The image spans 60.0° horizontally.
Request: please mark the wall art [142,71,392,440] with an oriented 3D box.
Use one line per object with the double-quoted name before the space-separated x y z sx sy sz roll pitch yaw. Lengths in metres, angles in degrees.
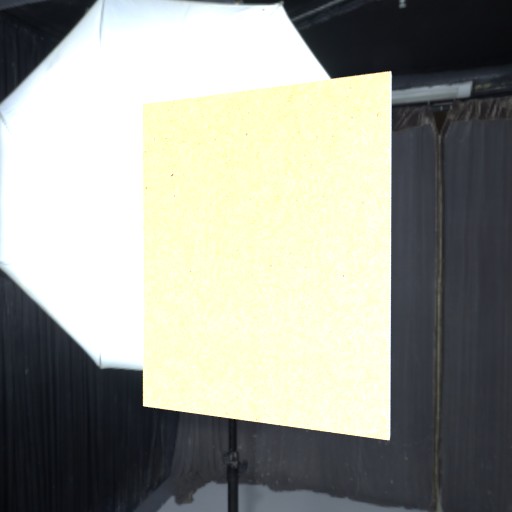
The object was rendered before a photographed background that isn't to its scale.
"wall art" 0.000 0.000 0.827 0.481 0.613 0.020 0 1 20
